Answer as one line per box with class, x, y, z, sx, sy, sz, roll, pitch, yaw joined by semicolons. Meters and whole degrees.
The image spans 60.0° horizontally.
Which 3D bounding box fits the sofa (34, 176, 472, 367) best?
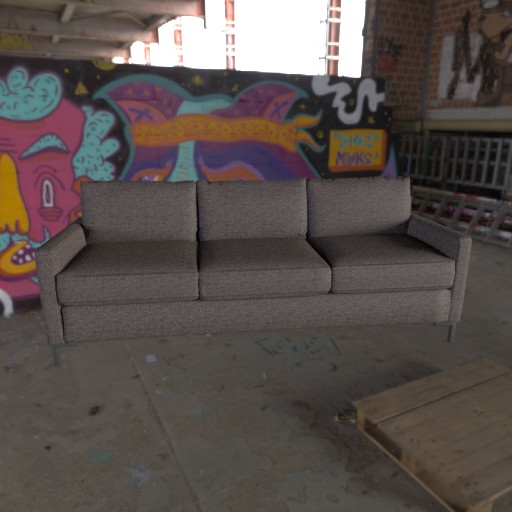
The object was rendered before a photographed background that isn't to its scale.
sofa;0.000;0.000;2.658;2.253;0.882;0.876;-2;16;-7
